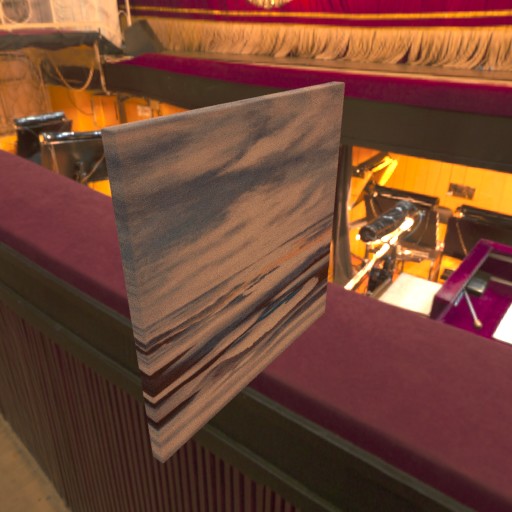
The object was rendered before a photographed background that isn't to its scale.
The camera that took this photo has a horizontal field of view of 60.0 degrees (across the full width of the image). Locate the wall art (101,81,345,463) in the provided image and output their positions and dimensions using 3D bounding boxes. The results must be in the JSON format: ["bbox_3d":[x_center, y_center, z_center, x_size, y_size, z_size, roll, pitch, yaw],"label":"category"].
[{"bbox_3d":[0.000,0.000,1.106,0.035,0.747,0.747,19,34,32],"label":"wall art"}]
